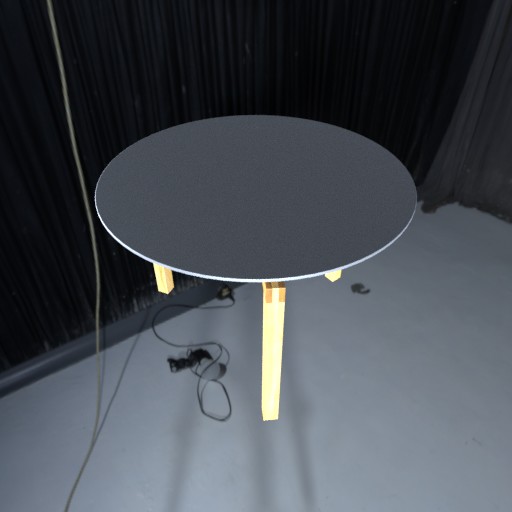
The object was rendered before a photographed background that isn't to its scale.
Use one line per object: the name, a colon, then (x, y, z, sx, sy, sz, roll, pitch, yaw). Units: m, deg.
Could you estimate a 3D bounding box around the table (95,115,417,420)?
table: (0.000, 0.000, 0.986, 0.600, 0.405, 0.600, 0, 39, 0)
